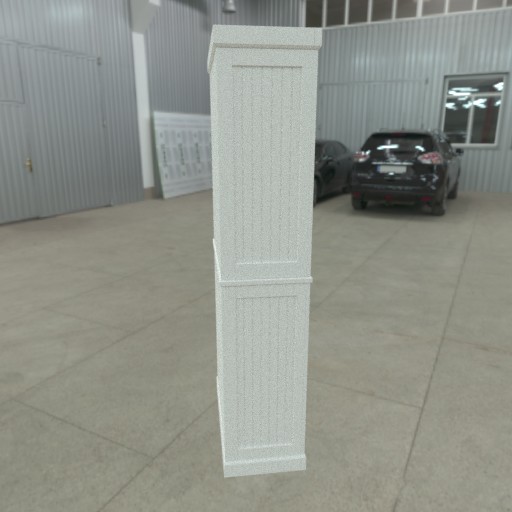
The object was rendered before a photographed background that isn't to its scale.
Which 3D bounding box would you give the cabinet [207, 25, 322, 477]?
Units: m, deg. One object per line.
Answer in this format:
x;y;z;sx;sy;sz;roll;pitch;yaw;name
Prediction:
0.000;0.000;2.114;0.390;1.829;0.754;-2;16;-7;cabinet
